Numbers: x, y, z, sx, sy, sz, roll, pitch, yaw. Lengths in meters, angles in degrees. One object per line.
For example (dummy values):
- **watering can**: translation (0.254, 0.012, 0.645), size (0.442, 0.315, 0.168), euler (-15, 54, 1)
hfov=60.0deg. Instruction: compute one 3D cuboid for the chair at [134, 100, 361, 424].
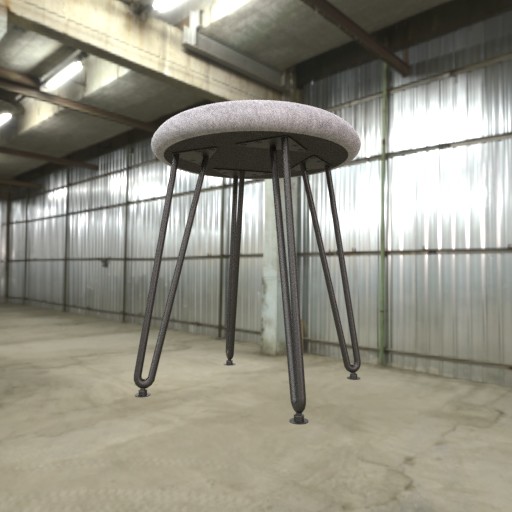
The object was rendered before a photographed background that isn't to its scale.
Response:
- **chair**: translation (0.000, 0.000, 0.664), size (0.350, 0.386, 0.350), euler (1, -2, -17)
